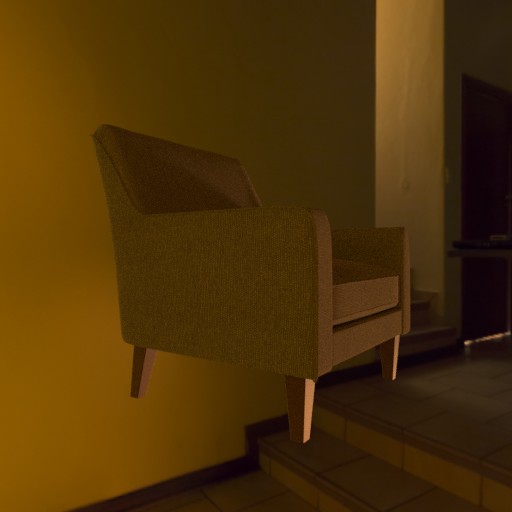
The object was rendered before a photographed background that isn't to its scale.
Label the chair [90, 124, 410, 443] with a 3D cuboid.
[{"bbox_3d":[0.000,0.000,1.603,0.899,0.919,0.780,0,1,36],"label":"chair"}]
